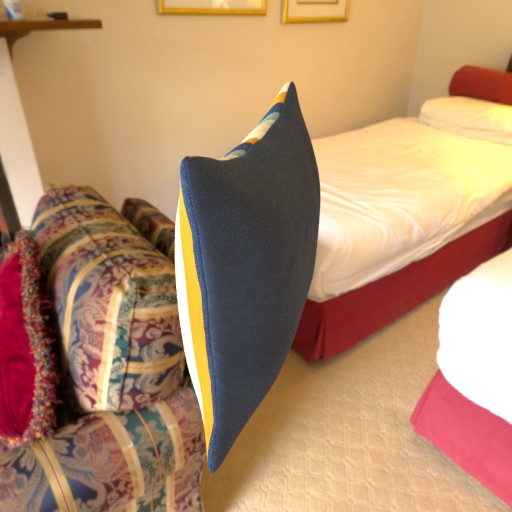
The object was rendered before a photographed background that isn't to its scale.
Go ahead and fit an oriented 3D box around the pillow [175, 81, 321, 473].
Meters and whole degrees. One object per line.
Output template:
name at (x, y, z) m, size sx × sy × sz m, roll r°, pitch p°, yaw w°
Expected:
pillow at (0.000, 0.000, 0.696) m, size 0.173 × 0.454 × 0.463 m, roll 8°, pitch 31°, yaw 13°
